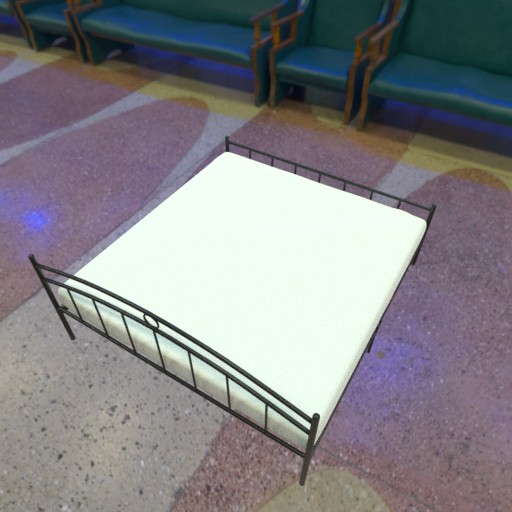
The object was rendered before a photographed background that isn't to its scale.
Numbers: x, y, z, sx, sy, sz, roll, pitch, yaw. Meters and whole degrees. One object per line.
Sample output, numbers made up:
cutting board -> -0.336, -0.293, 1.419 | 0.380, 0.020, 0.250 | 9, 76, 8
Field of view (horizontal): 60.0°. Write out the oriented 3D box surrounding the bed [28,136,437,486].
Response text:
bed -> 0.000, 0.000, 3.111 | 1.880, 0.940, 2.040 | 24, 50, 22
